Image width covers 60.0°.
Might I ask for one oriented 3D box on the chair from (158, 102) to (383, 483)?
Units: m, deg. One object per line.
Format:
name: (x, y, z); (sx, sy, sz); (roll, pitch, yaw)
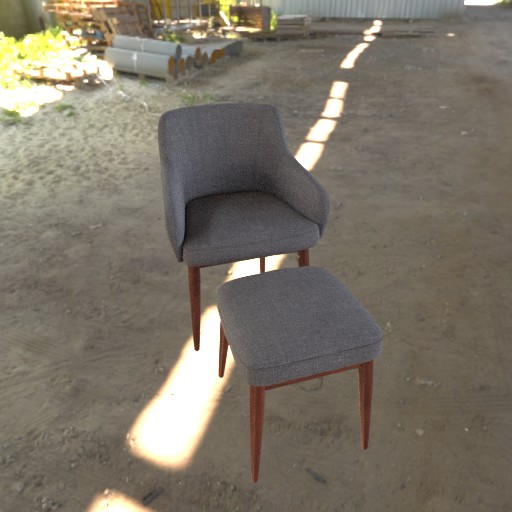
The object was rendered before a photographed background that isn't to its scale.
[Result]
chair: (0.000, 0.000, 1.535); (0.584, 0.799, 1.107); (-9, 33, -15)
